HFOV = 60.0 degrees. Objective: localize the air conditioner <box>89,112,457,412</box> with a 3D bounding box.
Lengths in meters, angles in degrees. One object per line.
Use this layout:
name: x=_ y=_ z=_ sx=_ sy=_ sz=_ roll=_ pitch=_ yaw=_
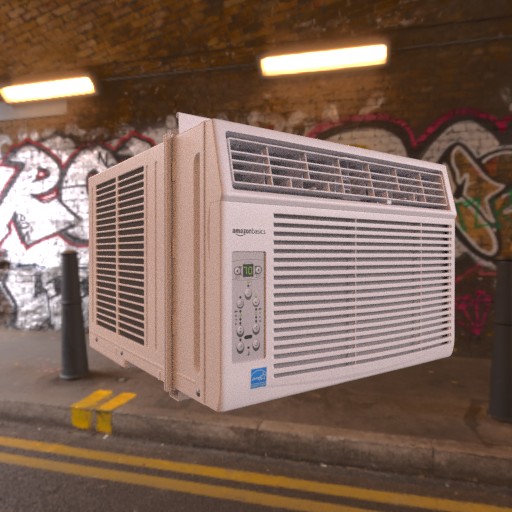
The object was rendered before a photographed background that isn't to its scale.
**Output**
air conditioner: x=0.000 y=0.000 z=0.857 sx=0.503 sy=0.388 sz=0.546 roll=0 pitch=1 yaw=-36
